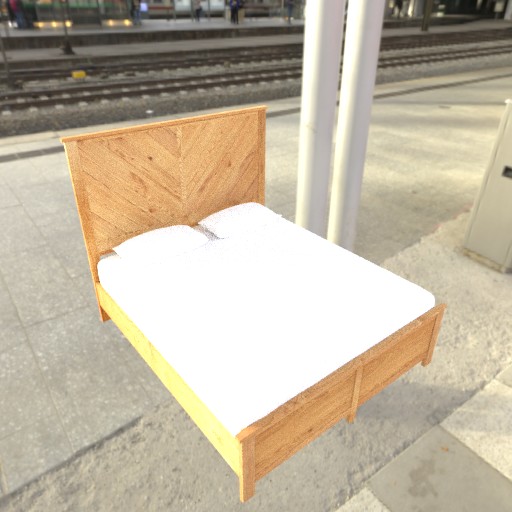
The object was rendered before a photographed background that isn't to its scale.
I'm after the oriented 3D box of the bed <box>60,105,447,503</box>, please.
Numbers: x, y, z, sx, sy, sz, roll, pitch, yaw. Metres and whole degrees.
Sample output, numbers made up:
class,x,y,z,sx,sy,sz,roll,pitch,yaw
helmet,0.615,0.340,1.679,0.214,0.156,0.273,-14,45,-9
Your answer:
class,x,y,z,sx,sy,sz,roll,pitch,yaw
bed,0.000,0.000,3.435,1.936,1.686,2.201,-21,36,-32
